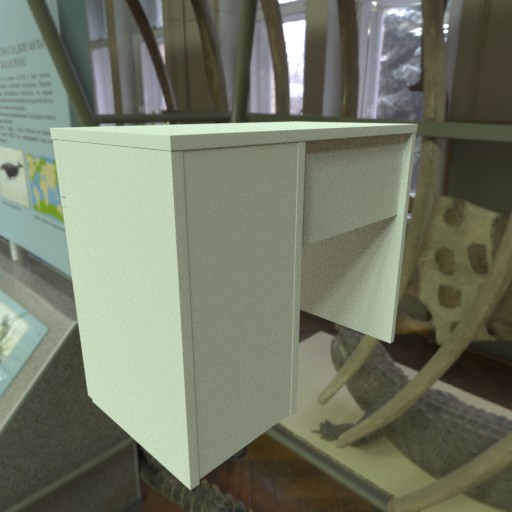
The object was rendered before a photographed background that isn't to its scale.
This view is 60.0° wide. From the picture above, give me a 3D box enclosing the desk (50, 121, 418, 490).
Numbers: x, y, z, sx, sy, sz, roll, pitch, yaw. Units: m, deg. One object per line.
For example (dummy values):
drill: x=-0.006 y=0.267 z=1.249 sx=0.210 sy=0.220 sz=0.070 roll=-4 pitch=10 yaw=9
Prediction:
desk: x=0.000 y=0.000 z=1.293 sx=0.482 sy=0.730 sz=0.898 roll=17 pitch=24 yaw=41
